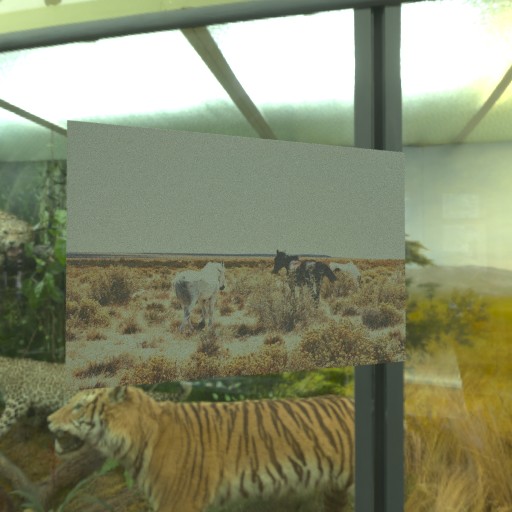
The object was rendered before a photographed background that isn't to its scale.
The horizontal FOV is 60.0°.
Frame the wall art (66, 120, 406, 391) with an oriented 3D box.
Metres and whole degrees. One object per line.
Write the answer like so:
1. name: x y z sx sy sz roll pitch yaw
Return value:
1. wall art: 0.000 0.000 1.931 1.520 1.016 0.051 0 -1 -19
